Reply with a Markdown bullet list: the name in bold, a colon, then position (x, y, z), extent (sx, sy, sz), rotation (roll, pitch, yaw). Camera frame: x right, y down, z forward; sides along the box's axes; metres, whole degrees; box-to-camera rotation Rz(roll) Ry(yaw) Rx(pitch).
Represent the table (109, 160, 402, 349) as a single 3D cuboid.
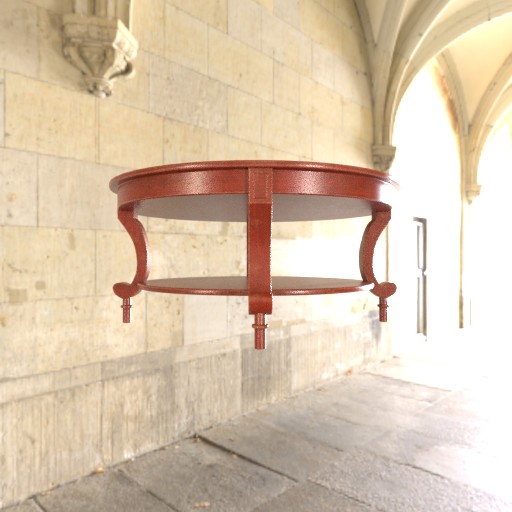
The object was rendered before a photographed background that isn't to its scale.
- **table**: position (0.000, 0.000, 1.630), extent (1.029, 0.486, 1.029), rotation (0, 0, 0)
